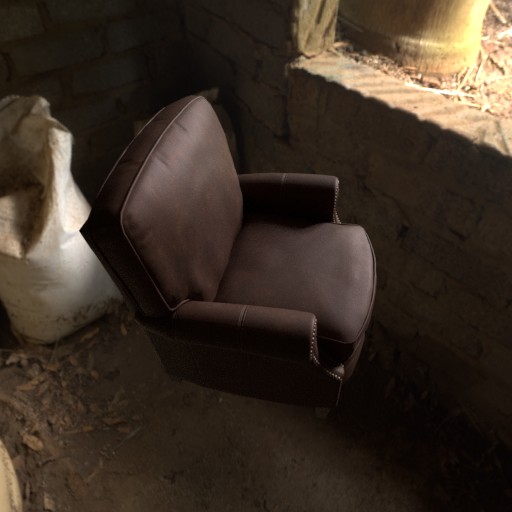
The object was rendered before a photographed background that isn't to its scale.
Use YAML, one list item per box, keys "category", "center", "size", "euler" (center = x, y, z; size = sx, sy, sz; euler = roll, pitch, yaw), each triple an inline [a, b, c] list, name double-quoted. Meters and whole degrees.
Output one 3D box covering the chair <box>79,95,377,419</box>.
- category: "chair"
  center: [0.000, 0.000, 1.778]
  size: [0.986, 1.018, 0.936]
  euler: [9, 47, 9]
